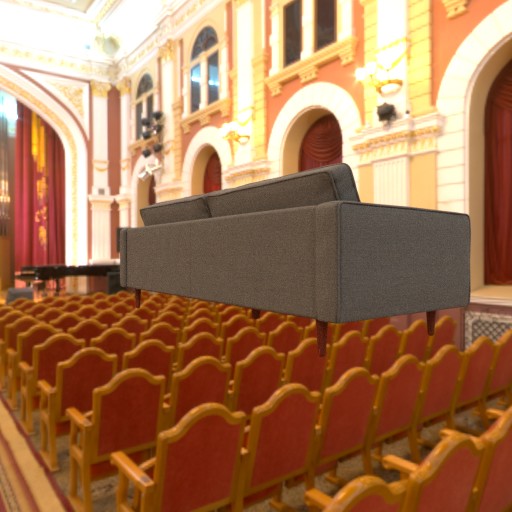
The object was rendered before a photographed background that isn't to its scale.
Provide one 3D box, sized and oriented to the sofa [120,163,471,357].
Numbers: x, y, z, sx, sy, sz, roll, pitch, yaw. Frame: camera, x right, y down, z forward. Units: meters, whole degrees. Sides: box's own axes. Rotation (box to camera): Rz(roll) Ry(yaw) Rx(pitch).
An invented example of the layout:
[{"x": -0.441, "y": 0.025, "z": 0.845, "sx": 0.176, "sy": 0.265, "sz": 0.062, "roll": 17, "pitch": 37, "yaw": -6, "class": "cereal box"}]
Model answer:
[{"x": 0.000, "y": 0.000, "z": 2.675, "sx": 0.914, "sy": 0.762, "sz": 2.198, "roll": 0, "pitch": 0, "yaw": -36, "class": "sofa"}]
